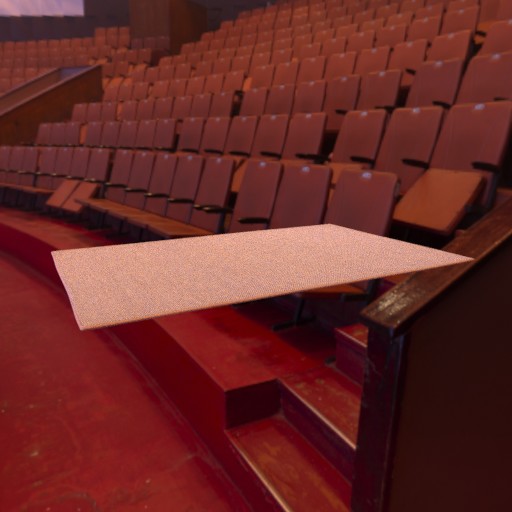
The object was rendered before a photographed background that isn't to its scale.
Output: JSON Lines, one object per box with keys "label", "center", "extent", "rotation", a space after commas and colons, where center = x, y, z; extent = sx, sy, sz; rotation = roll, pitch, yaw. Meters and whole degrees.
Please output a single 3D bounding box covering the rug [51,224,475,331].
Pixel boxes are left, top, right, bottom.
{"label": "rug", "center": [0.000, 0.000, 2.068], "extent": [1.678, 0.013, 1.078], "rotation": [-7, 16, -27]}
